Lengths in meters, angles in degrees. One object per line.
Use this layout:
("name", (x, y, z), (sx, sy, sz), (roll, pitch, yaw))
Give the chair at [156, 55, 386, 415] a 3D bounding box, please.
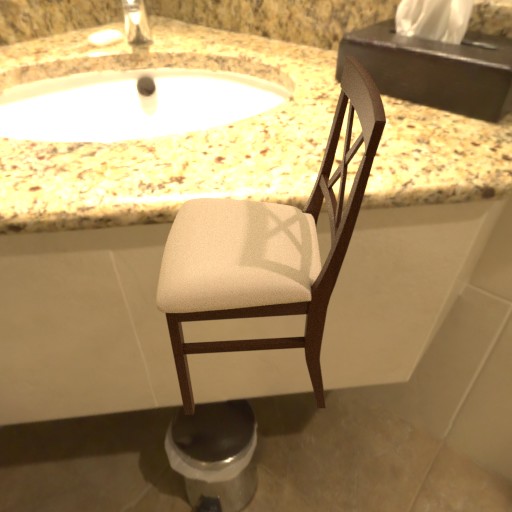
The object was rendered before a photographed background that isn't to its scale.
("chair", (0.000, 0.000, 1.186), (0.480, 0.913, 0.440), (1, 40, 1))
